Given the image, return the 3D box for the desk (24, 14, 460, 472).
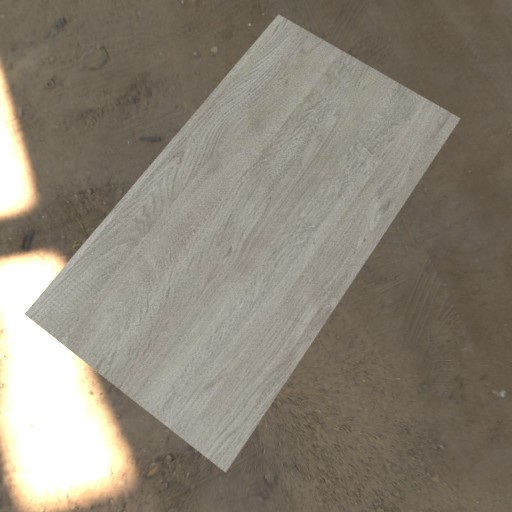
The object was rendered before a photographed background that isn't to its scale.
[{"bbox_3d":[0.000,0.000,1.287,0.498,0.724,0.893,34,77,9],"label":"desk"}]
